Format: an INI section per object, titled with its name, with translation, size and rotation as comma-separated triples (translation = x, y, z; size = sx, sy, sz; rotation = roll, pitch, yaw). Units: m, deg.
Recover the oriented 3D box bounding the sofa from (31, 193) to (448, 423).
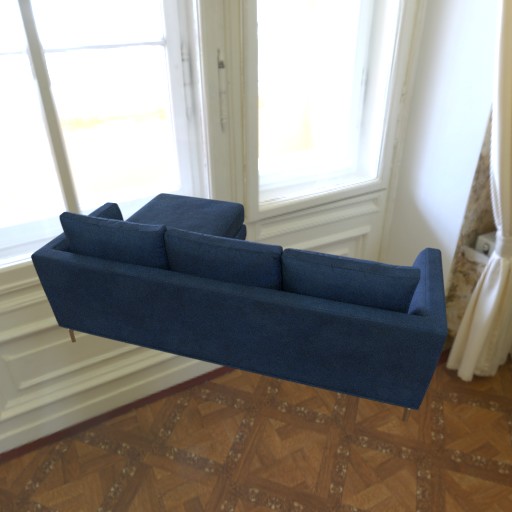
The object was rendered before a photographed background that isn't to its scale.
[sofa]
translation = 0.000, 0.000, 3.216
size = 2.438, 0.987, 1.622
rotation = 9, 33, 15
